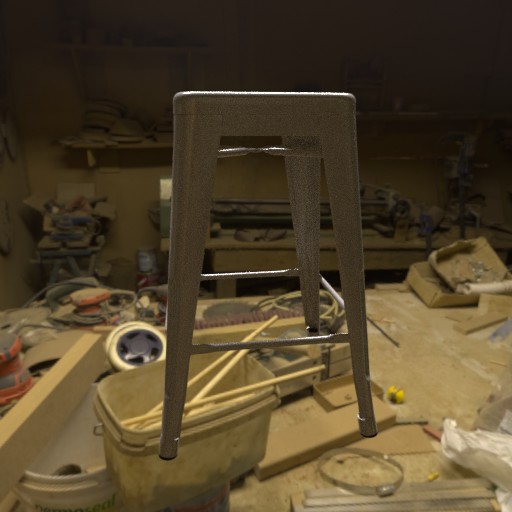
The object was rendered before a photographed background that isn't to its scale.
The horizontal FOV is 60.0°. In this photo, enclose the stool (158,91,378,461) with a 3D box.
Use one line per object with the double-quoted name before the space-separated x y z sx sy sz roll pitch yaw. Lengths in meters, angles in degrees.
"stool" 0.000 0.000 0.899 0.406 0.610 0.406 -3 17 -9
